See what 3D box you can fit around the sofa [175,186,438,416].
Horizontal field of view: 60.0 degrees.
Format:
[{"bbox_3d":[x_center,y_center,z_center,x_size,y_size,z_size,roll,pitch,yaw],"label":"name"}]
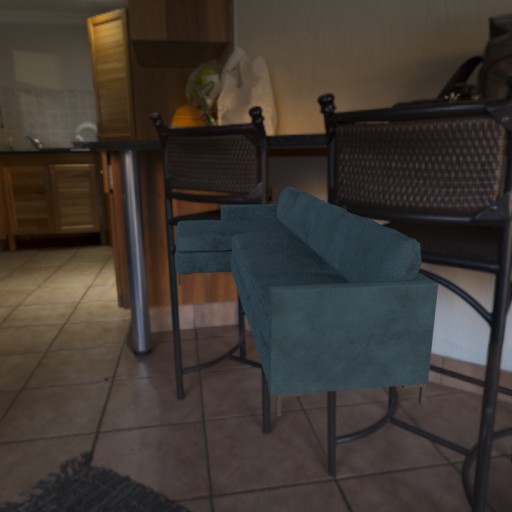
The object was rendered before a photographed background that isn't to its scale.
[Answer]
[{"bbox_3d":[0.000,0.000,3.934,1.500,0.967,3.400,-2,14,-7],"label":"sofa"}]
